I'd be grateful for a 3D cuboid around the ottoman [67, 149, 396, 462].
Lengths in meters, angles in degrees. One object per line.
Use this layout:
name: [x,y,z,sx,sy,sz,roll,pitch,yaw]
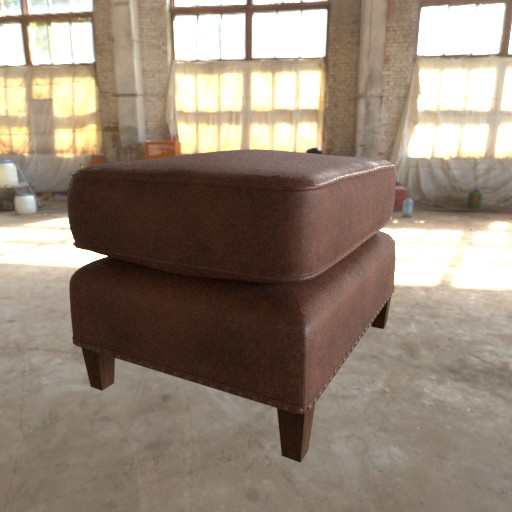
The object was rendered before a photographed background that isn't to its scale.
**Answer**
ottoman: [0.000,0.000,1.146,0.589,0.537,0.738,8,17,27]
